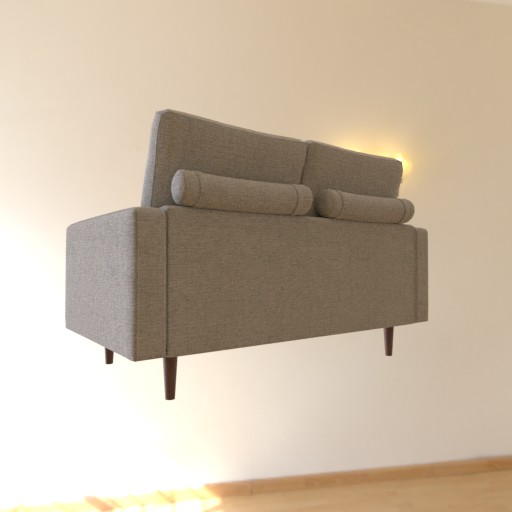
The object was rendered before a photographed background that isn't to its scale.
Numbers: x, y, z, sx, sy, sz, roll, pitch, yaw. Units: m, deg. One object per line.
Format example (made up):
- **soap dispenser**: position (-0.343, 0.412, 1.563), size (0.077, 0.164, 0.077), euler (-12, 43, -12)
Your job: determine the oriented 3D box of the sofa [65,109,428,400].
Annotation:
- **sofa**: position (0.000, 0.000, 1.938), size (1.407, 0.907, 0.842), euler (0, -1, -36)
